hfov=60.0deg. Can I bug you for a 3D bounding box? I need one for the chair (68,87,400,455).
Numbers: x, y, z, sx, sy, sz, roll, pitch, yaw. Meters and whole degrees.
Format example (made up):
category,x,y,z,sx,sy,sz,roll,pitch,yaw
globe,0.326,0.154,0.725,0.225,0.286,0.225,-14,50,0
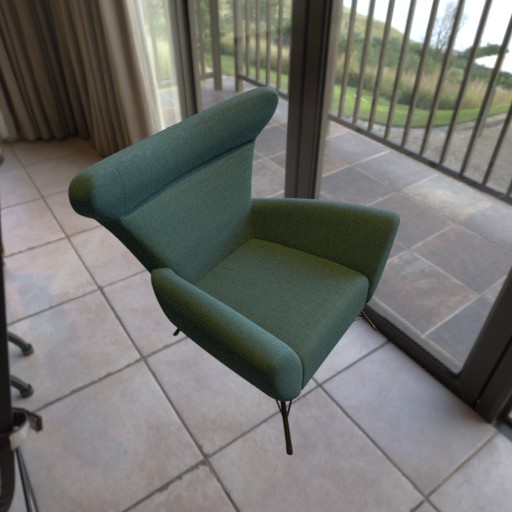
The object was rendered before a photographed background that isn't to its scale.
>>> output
category,x,y,z,sx,sy,sz,roll,pitch,yaw
chair,0.000,0.000,1.790,0.900,0.980,1.050,25,46,27
